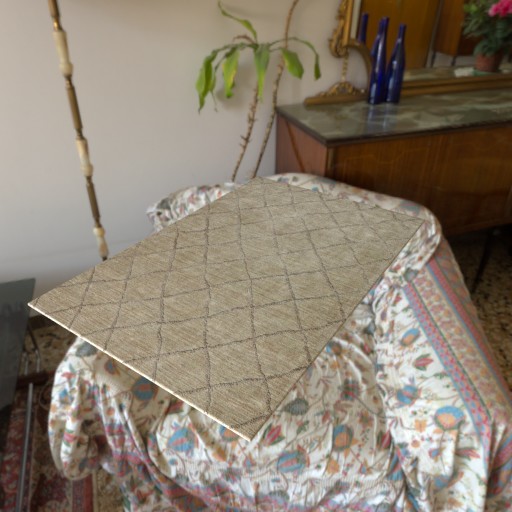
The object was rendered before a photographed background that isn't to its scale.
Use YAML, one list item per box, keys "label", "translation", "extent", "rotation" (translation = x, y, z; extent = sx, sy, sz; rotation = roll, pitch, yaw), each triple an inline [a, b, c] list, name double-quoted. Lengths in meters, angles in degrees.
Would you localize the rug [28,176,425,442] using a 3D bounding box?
- label: "rug"
  translation: [0.000, 0.000, 2.901]
  extent: [1.521, 0.015, 2.280]
  rotation: [20, 37, 29]
